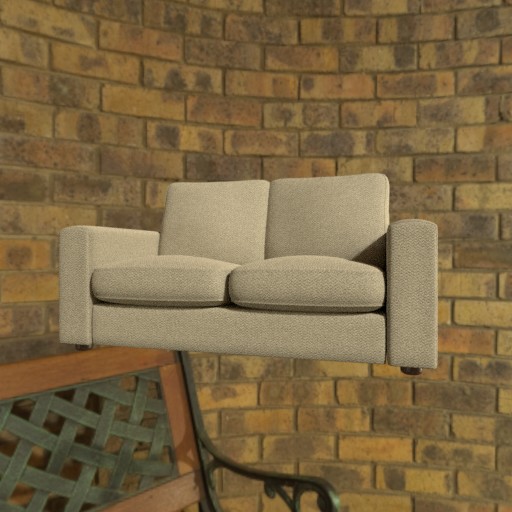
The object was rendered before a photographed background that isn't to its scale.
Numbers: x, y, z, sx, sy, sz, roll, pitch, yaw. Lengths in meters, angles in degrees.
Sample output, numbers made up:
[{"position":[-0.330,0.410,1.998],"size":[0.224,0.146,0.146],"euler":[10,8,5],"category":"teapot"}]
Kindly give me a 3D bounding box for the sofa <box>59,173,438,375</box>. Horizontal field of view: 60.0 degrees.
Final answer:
[{"position":[0.000,0.000,2.236],"size":[1.616,0.873,1.016],"euler":[0,1,16],"category":"sofa"}]
